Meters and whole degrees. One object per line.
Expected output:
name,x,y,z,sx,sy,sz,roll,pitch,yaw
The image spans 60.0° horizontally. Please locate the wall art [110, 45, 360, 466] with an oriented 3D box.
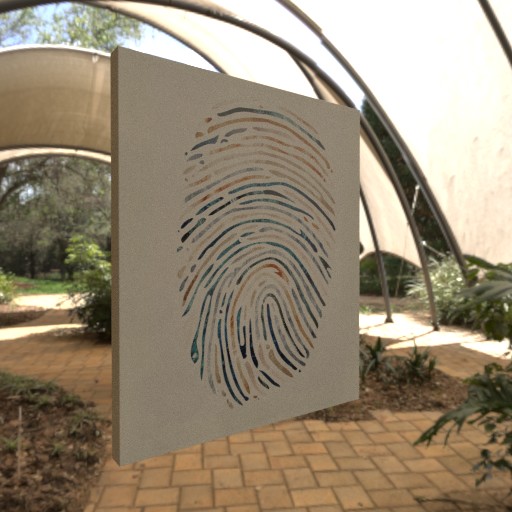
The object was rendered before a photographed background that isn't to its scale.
wall art,0.000,0.000,0.797,0.508,0.606,0.037,-1,1,-35
